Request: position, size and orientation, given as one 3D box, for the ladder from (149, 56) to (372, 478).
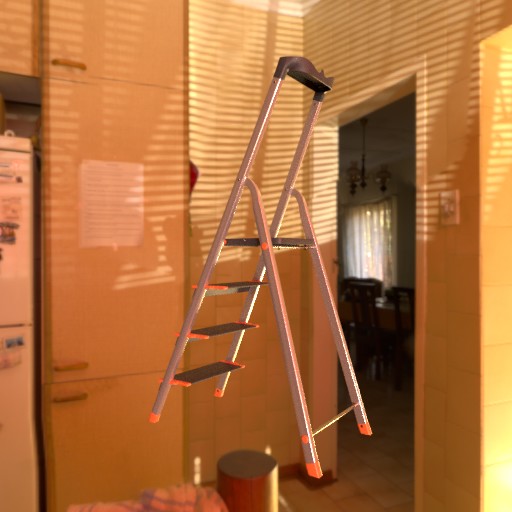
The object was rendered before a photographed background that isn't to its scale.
[{"bbox_3d":[0.000,0.000,1.850,0.834,1.429,0.452,0,0,36],"label":"ladder"}]
